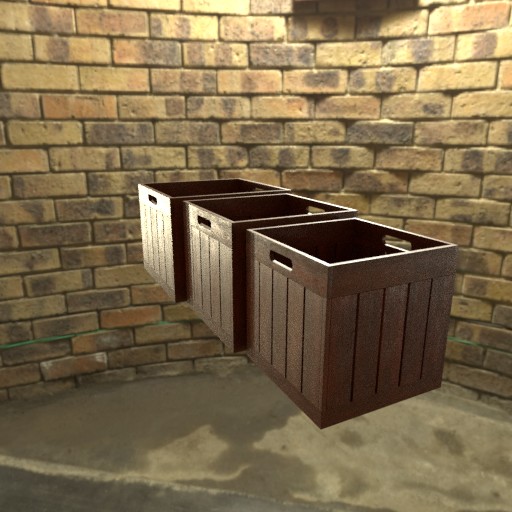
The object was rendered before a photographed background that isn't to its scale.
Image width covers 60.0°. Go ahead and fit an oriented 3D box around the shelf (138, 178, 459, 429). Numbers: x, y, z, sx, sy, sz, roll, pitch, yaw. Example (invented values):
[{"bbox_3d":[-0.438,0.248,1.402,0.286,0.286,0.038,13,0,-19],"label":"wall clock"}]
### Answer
[{"bbox_3d":[0.000,0.000,1.234,0.393,0.311,1.064,-8,18,-26],"label":"shelf"}]
